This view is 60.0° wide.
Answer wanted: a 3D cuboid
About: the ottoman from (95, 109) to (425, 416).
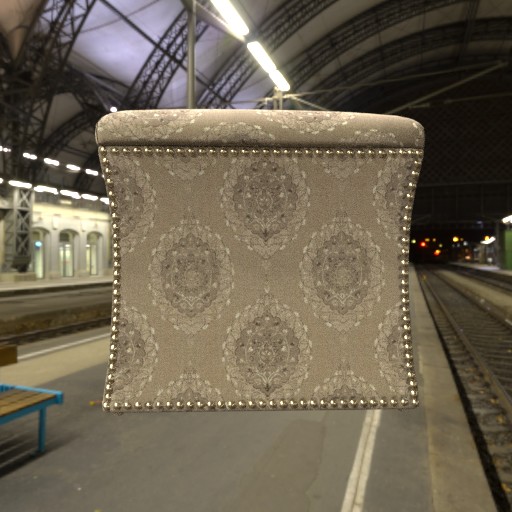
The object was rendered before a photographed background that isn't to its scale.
[{"bbox_3d":[0.000,0.000,0.887,0.507,0.473,0.497,0,0,-2],"label":"ottoman"}]
